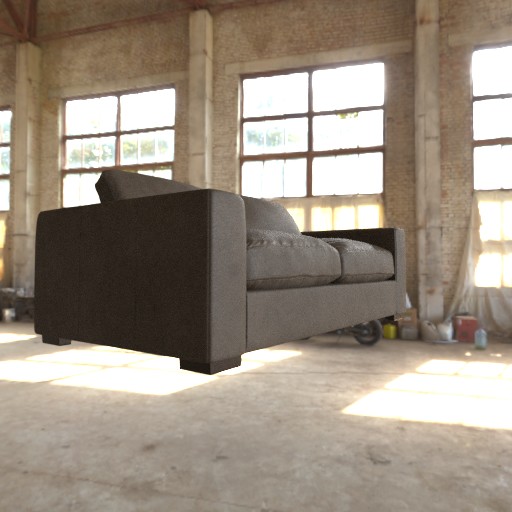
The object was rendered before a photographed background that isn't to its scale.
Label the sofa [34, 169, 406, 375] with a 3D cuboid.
[{"bbox_3d":[0.000,0.000,2.426,1.070,0.800,1.920,-1,-2,36],"label":"sofa"}]
